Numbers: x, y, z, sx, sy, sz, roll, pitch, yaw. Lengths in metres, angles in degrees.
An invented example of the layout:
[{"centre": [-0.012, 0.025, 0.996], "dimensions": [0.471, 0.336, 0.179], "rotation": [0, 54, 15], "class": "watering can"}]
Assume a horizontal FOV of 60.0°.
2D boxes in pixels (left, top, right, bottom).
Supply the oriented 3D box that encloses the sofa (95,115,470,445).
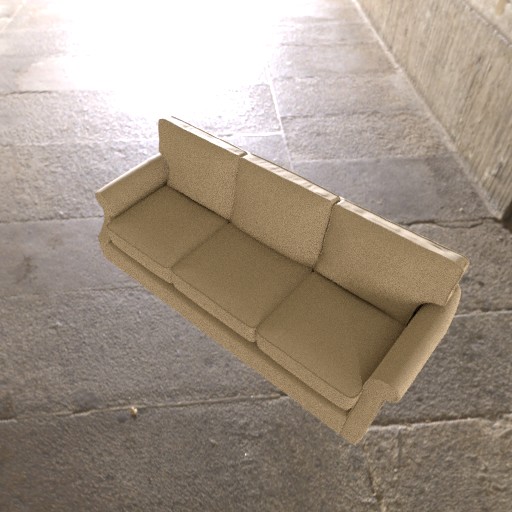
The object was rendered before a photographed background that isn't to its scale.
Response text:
[{"centre": [0.000, 0.000, 2.835], "dimensions": [2.354, 0.948, 0.966], "rotation": [31, 55, 26], "class": "sofa"}]
